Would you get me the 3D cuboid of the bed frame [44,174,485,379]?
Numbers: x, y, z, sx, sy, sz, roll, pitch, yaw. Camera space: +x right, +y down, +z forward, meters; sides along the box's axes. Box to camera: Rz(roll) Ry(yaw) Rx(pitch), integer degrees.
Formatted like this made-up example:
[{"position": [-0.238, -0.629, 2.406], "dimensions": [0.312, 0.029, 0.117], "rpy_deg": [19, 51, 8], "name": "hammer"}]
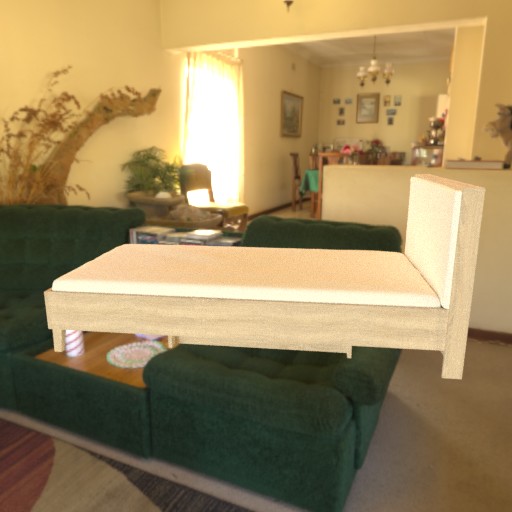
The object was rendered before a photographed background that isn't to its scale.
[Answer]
[{"position": [0.000, 0.000, 2.647], "dimensions": [2.140, 0.920, 0.990], "rpy_deg": [2, 14, 7], "name": "bed frame"}]
